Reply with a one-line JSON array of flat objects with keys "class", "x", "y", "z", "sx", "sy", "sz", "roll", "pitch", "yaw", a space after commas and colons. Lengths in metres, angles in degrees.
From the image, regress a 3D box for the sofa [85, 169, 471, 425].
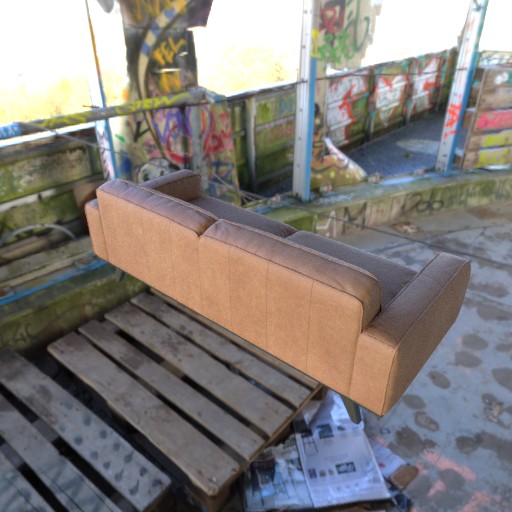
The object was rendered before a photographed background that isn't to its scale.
[{"class": "sofa", "x": 0.000, "y": 0.000, "z": 2.753, "sx": 2.270, "sy": 0.780, "sz": 0.953, "roll": 23, "pitch": 37, "yaw": 34}]
